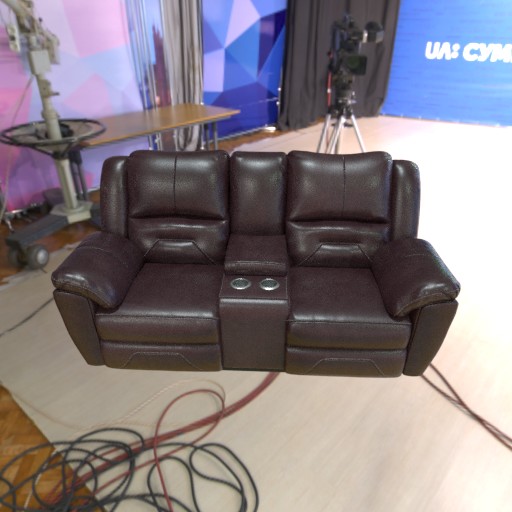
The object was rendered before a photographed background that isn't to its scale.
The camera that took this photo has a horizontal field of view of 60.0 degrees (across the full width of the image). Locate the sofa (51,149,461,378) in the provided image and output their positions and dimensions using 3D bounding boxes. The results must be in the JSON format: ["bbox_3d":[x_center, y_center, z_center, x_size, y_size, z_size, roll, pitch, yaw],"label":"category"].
[{"bbox_3d":[0.000,0.000,2.605,2.058,1.043,0.991,1,30,2],"label":"sofa"}]
